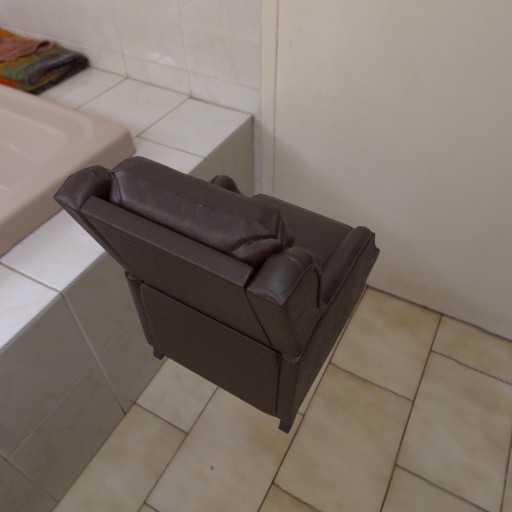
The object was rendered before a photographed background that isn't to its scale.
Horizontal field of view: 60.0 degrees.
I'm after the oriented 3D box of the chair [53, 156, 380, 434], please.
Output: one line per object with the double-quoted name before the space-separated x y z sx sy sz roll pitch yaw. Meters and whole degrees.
"chair" 0.000 0.000 1.735 0.770 1.132 0.982 23 51 21
